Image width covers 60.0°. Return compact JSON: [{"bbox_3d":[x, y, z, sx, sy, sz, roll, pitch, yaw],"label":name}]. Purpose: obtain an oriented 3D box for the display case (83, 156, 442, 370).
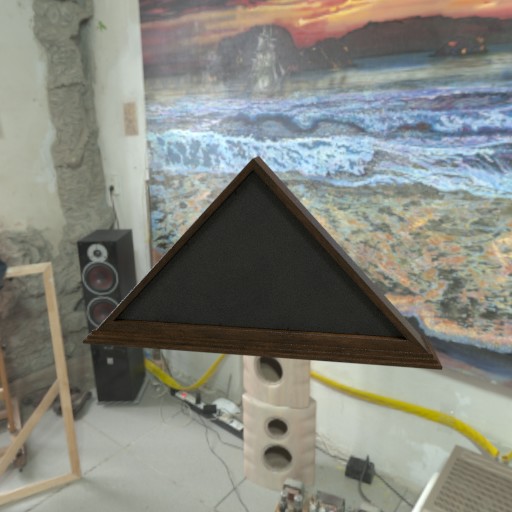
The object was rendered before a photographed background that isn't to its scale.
[{"bbox_3d":[0.000,0.000,0.781,0.640,0.340,0.095,2,16,8],"label":"display case"}]
